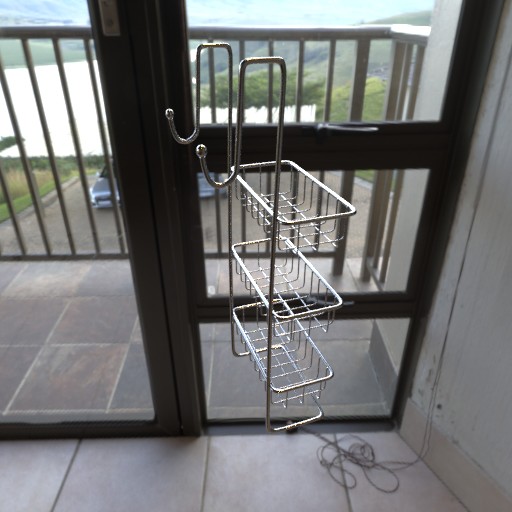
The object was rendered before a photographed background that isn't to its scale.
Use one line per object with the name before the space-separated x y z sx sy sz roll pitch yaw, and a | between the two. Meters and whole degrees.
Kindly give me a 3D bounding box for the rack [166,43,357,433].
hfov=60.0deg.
rack | 0.000 0.000 0.675 0.202 0.574 0.228 -10 31 -17
